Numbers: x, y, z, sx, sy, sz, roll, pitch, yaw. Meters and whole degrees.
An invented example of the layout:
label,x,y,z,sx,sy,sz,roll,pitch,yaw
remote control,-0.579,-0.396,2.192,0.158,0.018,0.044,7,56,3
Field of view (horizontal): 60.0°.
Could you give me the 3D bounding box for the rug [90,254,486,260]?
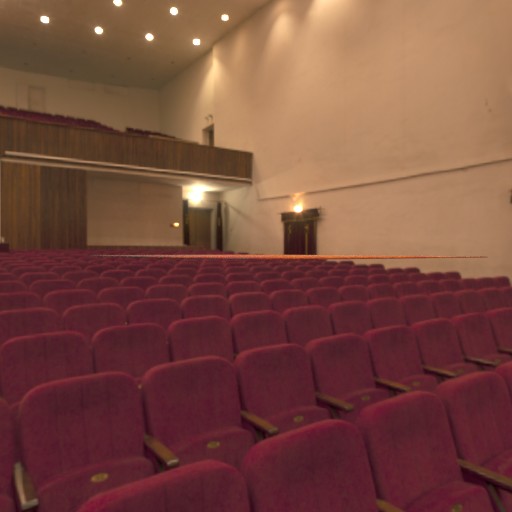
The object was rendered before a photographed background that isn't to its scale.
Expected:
label,x,y,z,sx,sy,sz,roll,pitch,yaw
rug,0.000,0.000,3.757,2.007,0.013,2.896,0,1,-35
